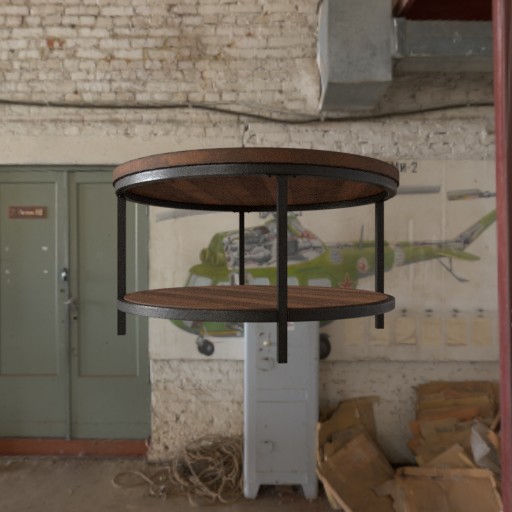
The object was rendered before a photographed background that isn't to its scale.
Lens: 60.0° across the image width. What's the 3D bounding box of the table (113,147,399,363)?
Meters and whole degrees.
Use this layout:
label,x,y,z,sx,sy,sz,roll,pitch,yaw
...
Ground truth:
label,x,y,z,sx,sy,sz,roll,pitch,yaw
table,0.000,0.000,1.358,0.837,0.462,0.837,0,0,0
